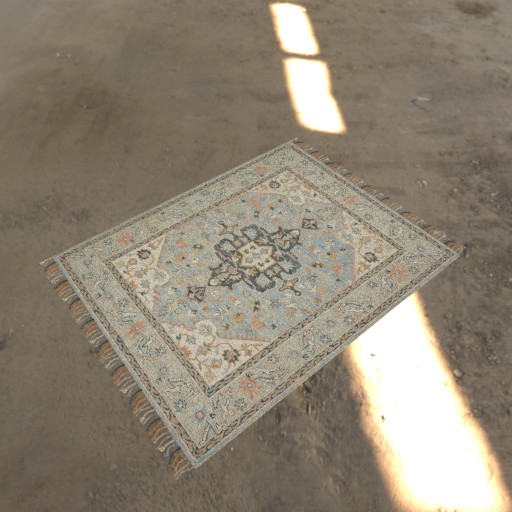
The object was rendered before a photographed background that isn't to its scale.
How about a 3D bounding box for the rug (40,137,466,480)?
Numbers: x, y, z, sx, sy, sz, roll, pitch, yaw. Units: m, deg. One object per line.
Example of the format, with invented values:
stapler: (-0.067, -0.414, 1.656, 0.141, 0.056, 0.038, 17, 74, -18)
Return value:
rug: (0.000, 0.000, 2.210, 1.730, 0.009, 1.278, -31, 56, -25)
